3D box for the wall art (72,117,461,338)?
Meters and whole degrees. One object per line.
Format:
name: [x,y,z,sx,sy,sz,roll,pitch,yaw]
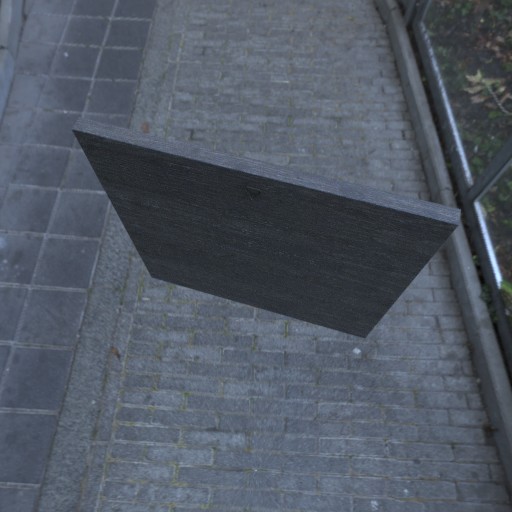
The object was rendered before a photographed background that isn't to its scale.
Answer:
wall art: [0.000,0.000,0.716,0.462,0.459,0.027,15,65,7]
